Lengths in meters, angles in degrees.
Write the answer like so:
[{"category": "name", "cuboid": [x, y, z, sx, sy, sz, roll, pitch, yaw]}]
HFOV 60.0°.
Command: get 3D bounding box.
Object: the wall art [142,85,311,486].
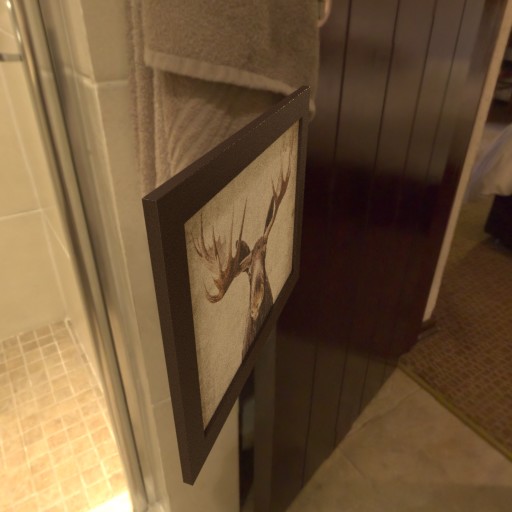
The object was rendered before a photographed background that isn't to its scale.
[{"category": "wall art", "cuboid": [0.000, 0.000, 1.596, 0.034, 0.952, 1.207, 11, 33, 17]}]
